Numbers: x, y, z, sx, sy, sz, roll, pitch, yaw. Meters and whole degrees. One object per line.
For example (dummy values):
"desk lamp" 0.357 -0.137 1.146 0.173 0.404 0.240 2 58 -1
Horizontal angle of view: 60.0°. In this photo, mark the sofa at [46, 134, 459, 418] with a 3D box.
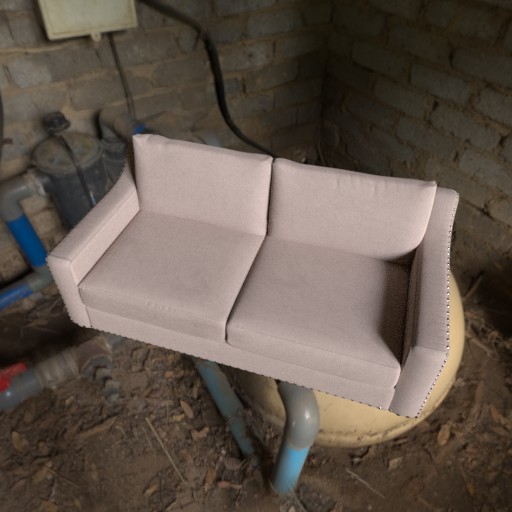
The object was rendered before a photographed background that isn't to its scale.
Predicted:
"sofa" 0.000 0.000 2.444 1.967 0.901 1.030 12 45 13
